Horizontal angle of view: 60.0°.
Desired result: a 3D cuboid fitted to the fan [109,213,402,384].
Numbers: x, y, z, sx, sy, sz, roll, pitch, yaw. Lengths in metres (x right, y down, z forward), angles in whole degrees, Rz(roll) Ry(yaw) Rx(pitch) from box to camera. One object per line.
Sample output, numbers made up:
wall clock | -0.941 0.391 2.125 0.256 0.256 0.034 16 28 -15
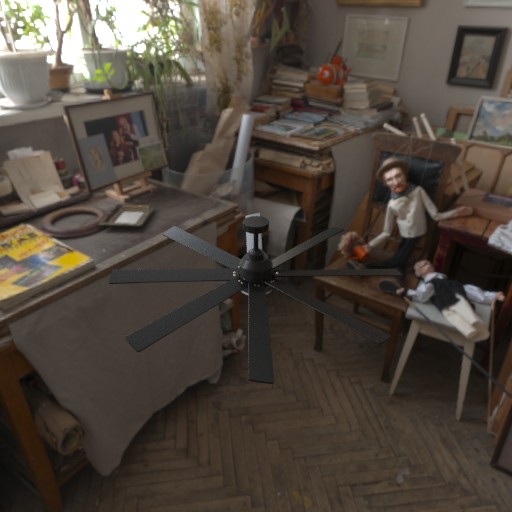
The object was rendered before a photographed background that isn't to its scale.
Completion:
fan | 0.000 0.000 2.742 1.830 0.472 1.830 -1 30 -1
